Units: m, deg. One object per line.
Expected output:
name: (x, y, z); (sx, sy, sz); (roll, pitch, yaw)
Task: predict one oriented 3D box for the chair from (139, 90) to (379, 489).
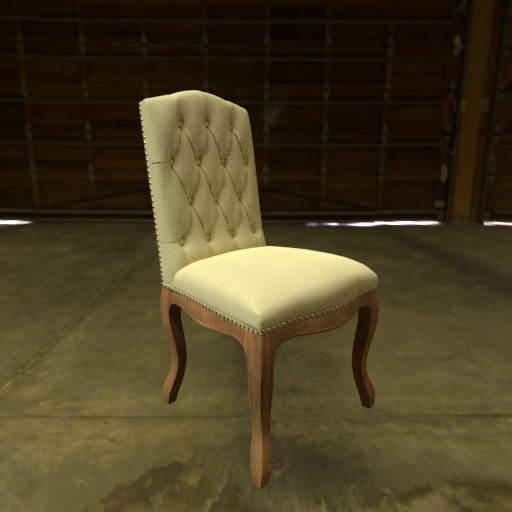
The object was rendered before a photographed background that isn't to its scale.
chair: (0.000, 0.000, 1.572); (0.715, 1.165, 0.623); (13, 18, 43)
